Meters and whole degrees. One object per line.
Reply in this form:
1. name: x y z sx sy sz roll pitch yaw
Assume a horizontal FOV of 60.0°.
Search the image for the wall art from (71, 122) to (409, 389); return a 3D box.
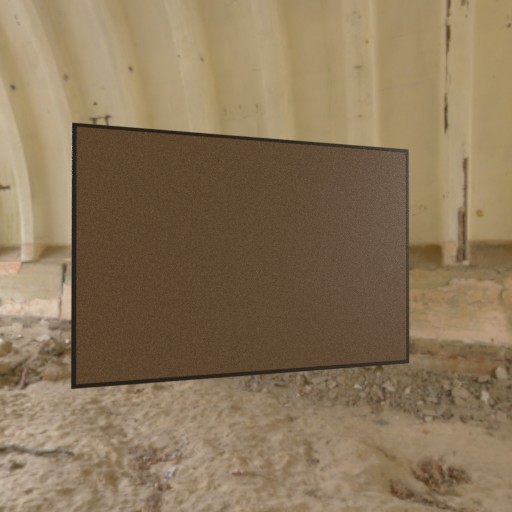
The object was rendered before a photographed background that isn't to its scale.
1. wall art: 0.000 0.000 1.222 0.939 0.640 0.058 0 0 -16
